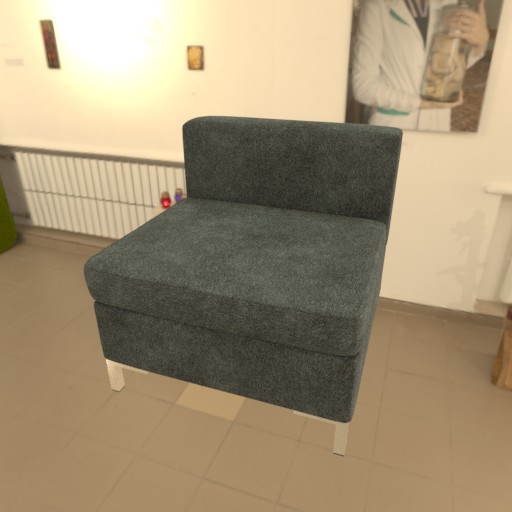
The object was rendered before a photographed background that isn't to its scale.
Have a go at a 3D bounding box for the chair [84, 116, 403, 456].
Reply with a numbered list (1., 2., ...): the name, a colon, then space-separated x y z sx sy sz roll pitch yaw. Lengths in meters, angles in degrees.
1. chair: 0.000 0.000 1.252 0.680 0.660 0.680 9 28 18
